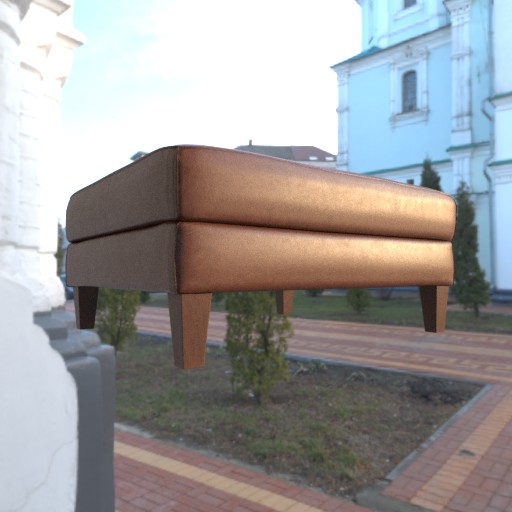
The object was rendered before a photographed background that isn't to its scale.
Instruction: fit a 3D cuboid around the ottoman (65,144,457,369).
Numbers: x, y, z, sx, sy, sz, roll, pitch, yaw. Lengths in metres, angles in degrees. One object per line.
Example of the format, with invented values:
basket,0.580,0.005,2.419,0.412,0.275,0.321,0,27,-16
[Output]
ottoman,0.000,0.000,1.414,0.987,0.472,0.836,2,-3,-36
